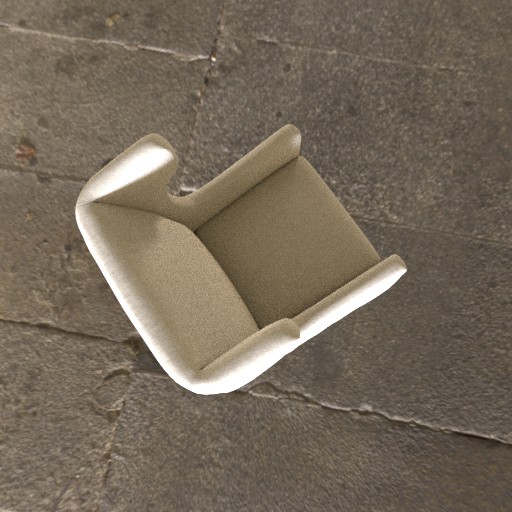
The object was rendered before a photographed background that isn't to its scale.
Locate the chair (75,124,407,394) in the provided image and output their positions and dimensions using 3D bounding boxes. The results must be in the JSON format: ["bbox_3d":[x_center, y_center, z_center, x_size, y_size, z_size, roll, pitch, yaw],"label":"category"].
[{"bbox_3d":[0.000,0.000,1.711,0.899,1.079,0.778,-34,78,-8],"label":"chair"}]
